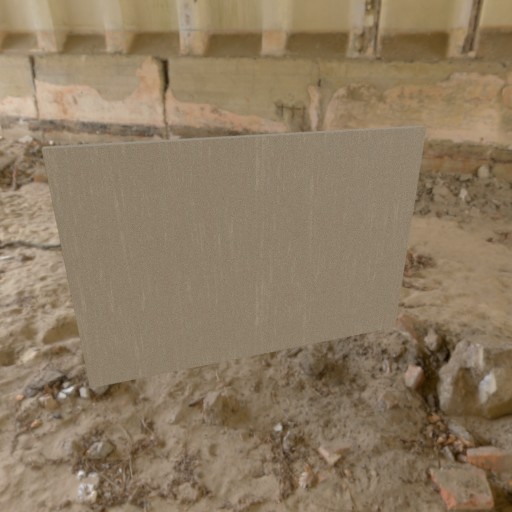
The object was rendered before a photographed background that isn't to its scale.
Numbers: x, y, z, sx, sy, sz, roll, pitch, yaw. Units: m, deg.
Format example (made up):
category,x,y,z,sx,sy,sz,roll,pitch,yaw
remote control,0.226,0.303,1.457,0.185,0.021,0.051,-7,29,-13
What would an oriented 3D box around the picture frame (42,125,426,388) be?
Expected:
category,x,y,z,sx,sy,sz,roll,pitch,yaw
picture frame,0.000,0.000,1.205,0.950,0.640,0.029,-8,26,-16
